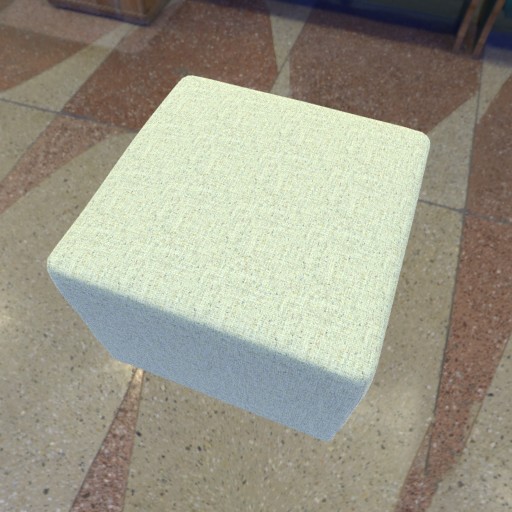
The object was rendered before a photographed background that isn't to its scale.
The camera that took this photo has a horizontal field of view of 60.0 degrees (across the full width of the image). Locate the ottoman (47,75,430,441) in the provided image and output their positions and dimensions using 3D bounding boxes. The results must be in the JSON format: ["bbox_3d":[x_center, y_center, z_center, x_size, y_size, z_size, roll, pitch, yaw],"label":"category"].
[{"bbox_3d":[0.000,0.000,0.905,0.521,0.453,0.512,18,59,11],"label":"ottoman"}]
